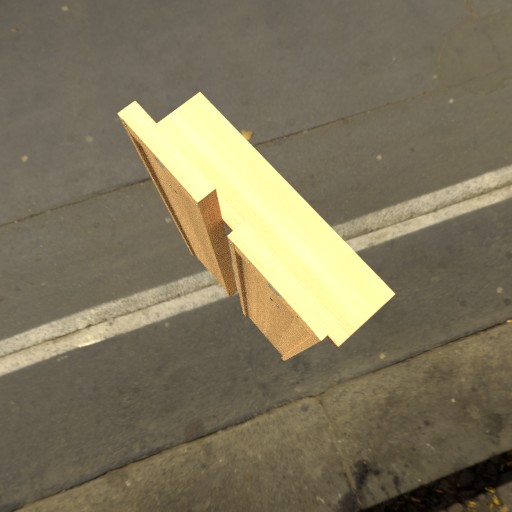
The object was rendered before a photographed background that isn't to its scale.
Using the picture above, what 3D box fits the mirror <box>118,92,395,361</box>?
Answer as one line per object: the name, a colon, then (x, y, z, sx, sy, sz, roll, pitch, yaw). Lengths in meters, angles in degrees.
mirror: (0.000, 0.000, 1.608, 0.260, 1.250, 0.800, -40, 78, -10)
